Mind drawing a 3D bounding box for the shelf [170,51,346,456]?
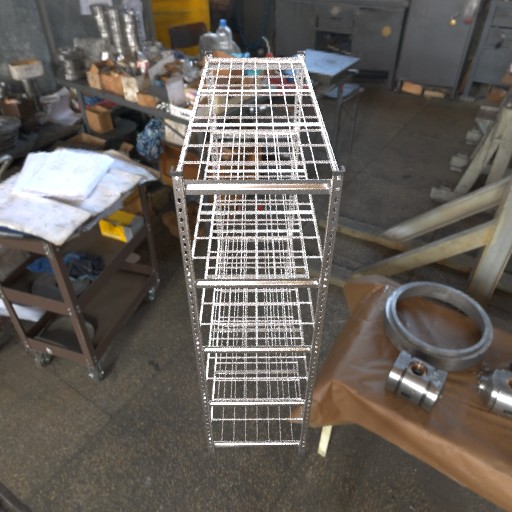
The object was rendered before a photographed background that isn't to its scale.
[{"bbox_3d":[0.000,0.000,2.738,0.610,1.981,1.524,0,39,0],"label":"shelf"}]
